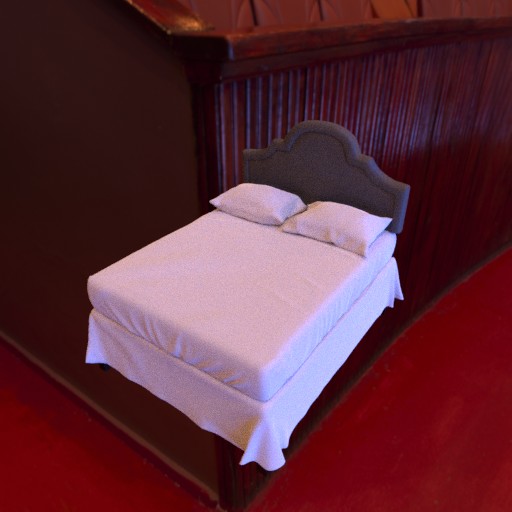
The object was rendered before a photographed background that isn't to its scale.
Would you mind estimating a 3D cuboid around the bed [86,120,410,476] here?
[{"bbox_3d":[0.000,0.000,3.366,1.780,1.634,2.222,20,36,30],"label":"bed"}]
